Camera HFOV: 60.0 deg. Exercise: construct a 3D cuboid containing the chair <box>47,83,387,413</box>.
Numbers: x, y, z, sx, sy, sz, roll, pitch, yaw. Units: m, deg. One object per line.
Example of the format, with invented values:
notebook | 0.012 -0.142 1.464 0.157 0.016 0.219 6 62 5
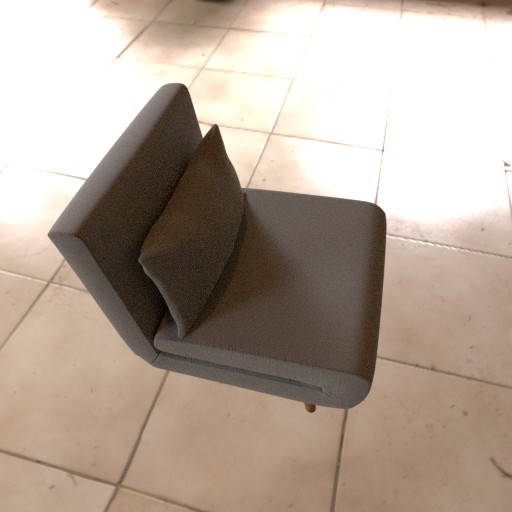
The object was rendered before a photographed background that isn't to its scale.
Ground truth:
chair | 0.000 0.000 1.544 0.902 0.808 0.770 11 50 9
